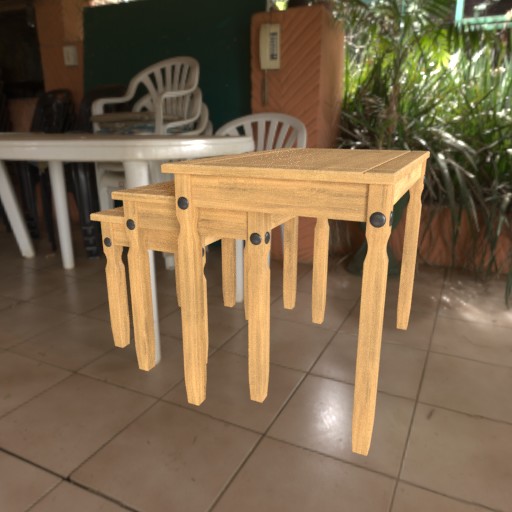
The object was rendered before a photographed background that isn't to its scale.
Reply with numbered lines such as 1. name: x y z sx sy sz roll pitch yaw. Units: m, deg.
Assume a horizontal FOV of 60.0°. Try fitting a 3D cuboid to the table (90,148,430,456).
1. table: 0.000 0.000 1.192 0.773 0.535 0.660 8 18 24
